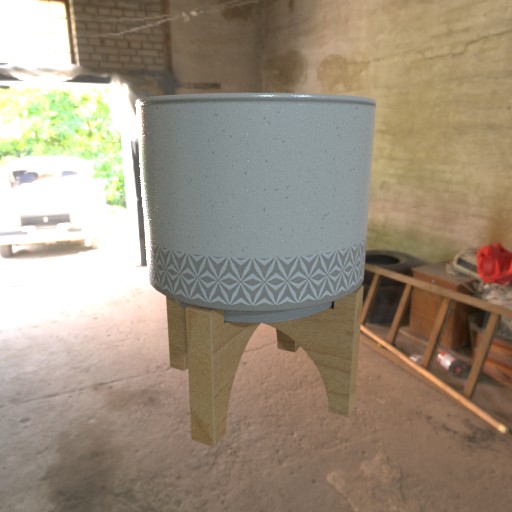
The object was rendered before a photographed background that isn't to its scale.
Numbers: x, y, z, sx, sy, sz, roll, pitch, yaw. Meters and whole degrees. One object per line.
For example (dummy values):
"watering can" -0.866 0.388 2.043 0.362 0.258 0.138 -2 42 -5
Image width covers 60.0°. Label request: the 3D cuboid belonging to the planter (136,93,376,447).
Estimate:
"planter" 0.000 0.000 0.271 0.130 0.178 0.130 0 16 0
